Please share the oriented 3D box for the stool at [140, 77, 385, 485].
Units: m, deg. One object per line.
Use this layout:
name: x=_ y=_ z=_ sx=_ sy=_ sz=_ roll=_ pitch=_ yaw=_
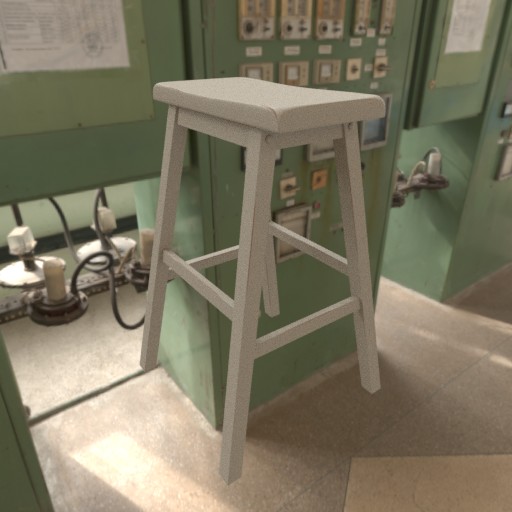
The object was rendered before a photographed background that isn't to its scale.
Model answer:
stool: x=0.000 y=0.000 z=1.036 sx=0.476 sy=0.737 sz=0.457 roll=-18 pitch=32 yaw=-32
